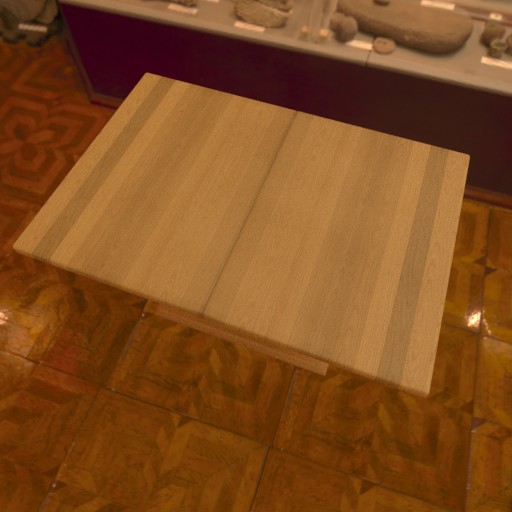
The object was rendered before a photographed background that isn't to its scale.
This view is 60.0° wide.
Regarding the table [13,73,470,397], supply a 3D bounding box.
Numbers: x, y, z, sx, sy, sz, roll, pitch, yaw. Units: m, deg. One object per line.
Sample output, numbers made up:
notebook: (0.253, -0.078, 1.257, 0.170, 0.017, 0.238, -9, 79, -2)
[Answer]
table: (0.000, 0.000, 1.812, 1.300, 0.770, 0.900, 18, 61, 10)
